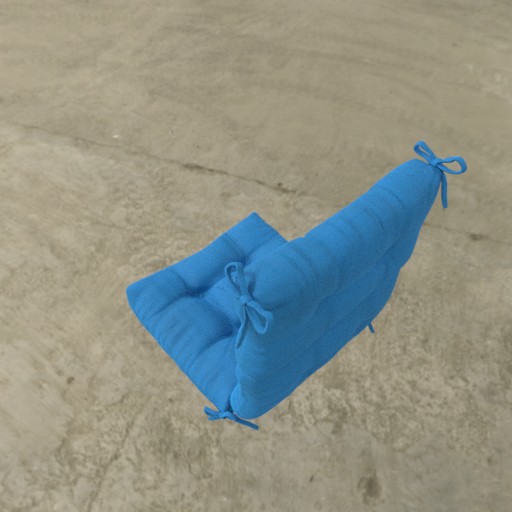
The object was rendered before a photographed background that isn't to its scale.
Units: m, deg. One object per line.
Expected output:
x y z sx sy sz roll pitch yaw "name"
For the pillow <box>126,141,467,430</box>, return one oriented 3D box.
0.000 0.000 1.006 0.519 0.605 0.571 -33 56 -26 "pillow"
